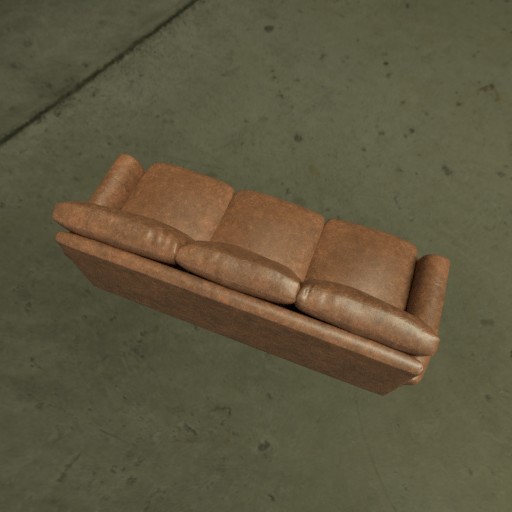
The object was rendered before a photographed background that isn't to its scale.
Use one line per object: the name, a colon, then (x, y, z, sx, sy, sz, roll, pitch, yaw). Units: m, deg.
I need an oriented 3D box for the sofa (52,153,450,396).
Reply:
sofa: (0.000, 0.000, 2.887, 2.351, 0.977, 0.973, 19, 65, 9)
